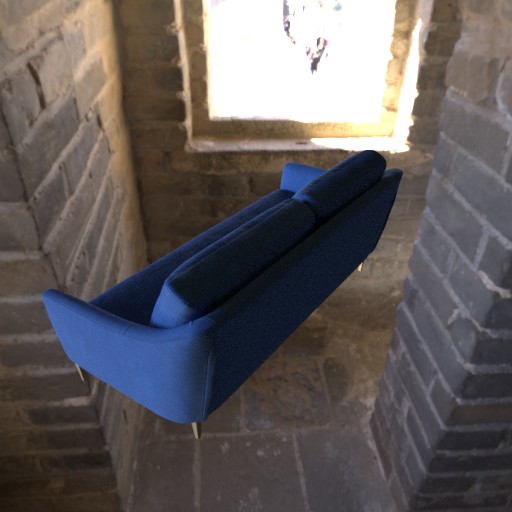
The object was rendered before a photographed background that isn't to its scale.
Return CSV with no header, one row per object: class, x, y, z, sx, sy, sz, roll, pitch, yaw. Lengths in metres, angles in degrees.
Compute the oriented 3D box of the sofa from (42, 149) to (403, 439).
sofa,0.000,0.000,2.533,0.960,0.903,2.036,23,40,30
